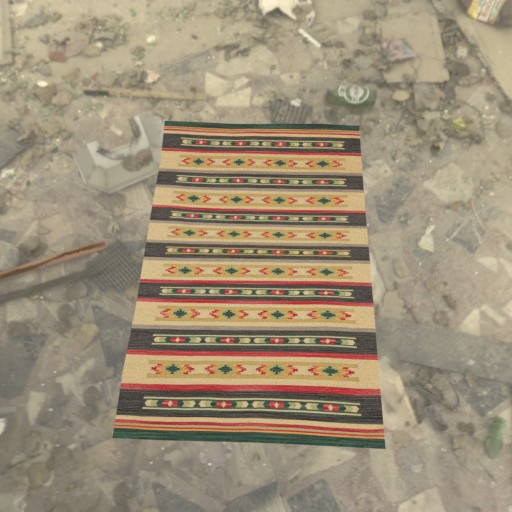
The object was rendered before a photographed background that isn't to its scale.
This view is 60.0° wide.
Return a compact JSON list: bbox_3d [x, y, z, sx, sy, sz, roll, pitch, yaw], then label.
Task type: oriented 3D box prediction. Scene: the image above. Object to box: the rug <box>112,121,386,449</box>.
[{"bbox_3d":[0.000,0.000,2.957,1.522,0.010,2.311,2,65,1],"label":"rug"}]
